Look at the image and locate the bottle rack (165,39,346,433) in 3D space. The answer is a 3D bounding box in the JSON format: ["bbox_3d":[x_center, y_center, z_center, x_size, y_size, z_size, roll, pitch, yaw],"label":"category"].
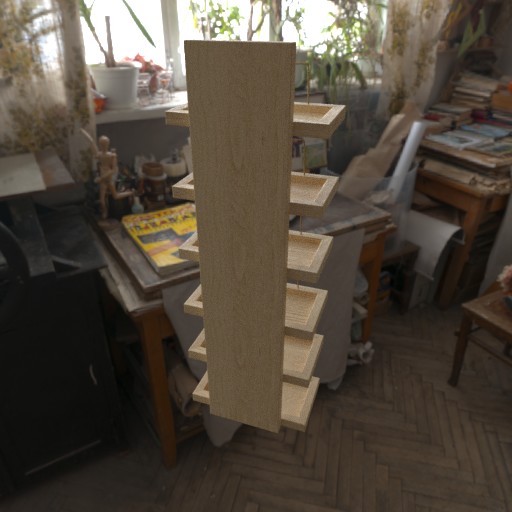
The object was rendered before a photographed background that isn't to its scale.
[{"bbox_3d":[0.000,0.000,1.065,0.330,0.943,0.206,10,31,17],"label":"bottle rack"}]
